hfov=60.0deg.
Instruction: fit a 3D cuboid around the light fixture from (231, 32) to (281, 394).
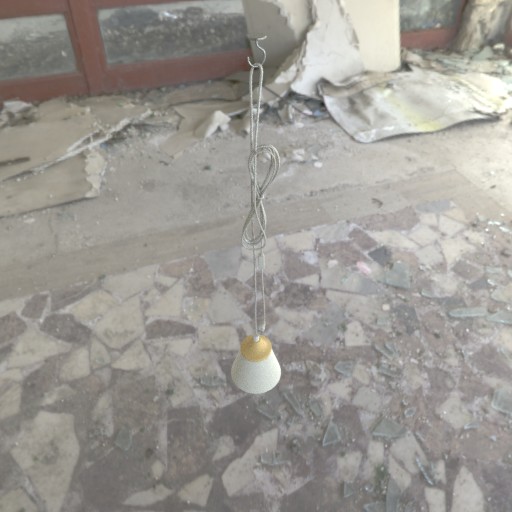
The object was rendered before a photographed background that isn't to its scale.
[{"bbox_3d":[0.000,0.000,1.042,0.153,0.966,0.153,10,43,11],"label":"light fixture"}]
